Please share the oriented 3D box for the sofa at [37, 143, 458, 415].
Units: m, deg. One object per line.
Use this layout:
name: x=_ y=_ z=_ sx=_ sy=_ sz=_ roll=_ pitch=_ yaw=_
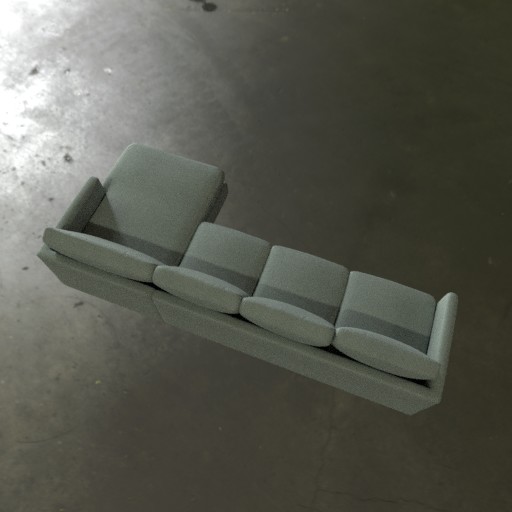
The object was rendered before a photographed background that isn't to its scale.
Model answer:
sofa: x=0.000 y=0.000 z=4.052 sx=3.471 sy=0.950 sz=1.604 roll=19 pitch=64 yaw=9
